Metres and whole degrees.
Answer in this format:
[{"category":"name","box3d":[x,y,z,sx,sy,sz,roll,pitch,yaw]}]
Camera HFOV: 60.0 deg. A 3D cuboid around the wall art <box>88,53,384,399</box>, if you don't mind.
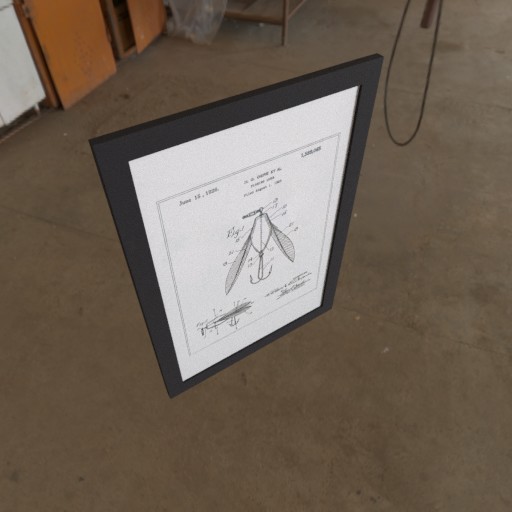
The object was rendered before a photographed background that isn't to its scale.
[{"category":"wall art","box3d":[0.000,0.000,0.692,0.380,0.534,0.013,-25,51,-22]}]
